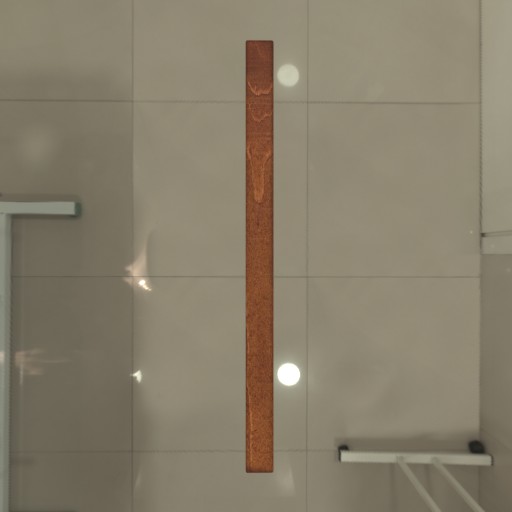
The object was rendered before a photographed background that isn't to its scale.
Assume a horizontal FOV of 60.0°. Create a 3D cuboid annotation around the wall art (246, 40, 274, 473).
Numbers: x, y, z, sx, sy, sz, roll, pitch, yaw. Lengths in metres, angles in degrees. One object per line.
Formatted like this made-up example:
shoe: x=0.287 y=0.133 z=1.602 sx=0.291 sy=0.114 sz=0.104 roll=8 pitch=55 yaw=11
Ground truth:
wall art: x=0.000 y=0.000 z=0.751 sx=0.030 sy=0.558 sz=0.462 roll=0 pitch=90 yaw=-1
